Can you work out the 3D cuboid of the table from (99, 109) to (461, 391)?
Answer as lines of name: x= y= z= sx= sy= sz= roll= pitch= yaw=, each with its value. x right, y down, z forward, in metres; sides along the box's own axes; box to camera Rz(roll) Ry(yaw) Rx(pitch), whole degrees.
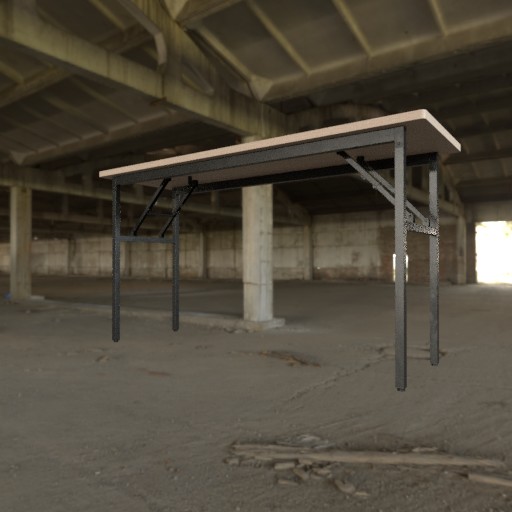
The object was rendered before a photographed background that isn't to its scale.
table: x=0.000 y=0.000 z=1.730 sx=1.397 sy=0.750 sz=0.447 roll=0 pitch=-1 yaw=36
